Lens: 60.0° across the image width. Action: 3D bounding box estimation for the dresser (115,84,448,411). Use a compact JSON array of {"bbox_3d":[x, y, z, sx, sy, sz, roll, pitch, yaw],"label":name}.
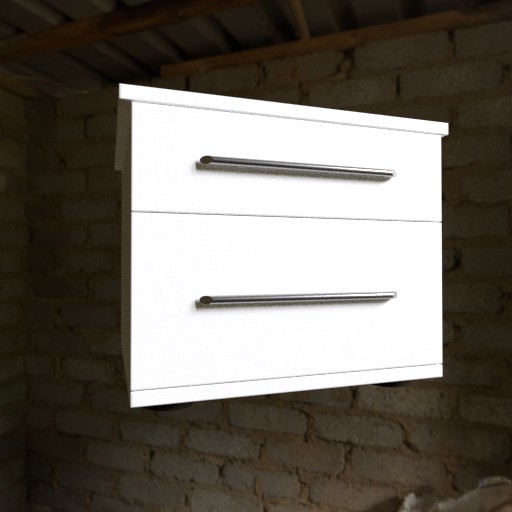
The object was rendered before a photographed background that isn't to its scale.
[{"bbox_3d":[0.000,0.000,0.712,0.430,0.360,0.400,0,-1,-18],"label":"dresser"}]
